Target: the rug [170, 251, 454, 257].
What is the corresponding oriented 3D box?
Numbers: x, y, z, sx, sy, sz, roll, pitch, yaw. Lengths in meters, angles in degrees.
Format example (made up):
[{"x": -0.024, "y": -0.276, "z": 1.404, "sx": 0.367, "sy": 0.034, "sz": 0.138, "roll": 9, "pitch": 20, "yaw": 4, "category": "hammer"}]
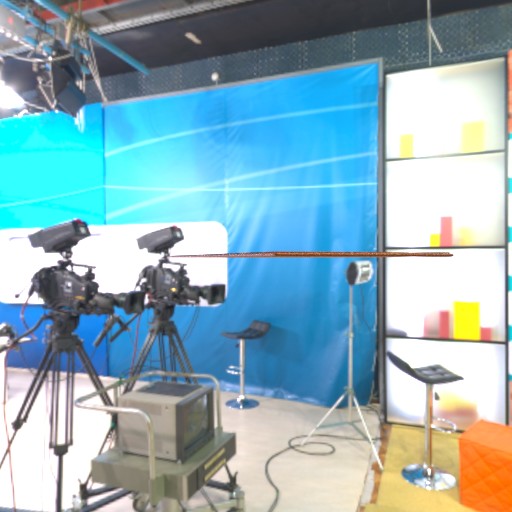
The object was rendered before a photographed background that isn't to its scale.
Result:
[{"x": 0.000, "y": 0.000, "z": 2.463, "sx": 0.651, "sy": 0.016, "sz": 2.274, "roll": 0, "pitch": 0, "yaw": -19, "category": "rug"}]
